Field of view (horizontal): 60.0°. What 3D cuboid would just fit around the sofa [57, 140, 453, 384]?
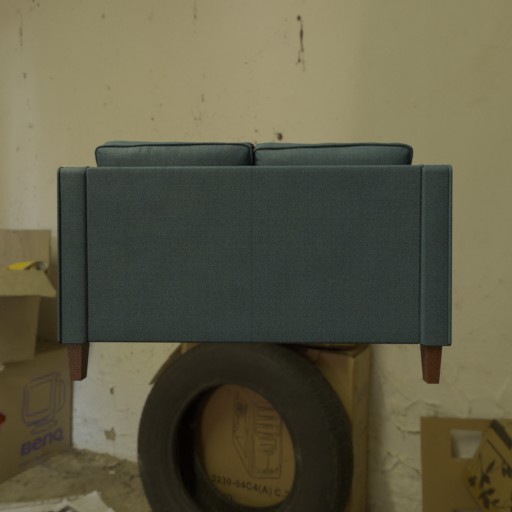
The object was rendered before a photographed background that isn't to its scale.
[{"bbox_3d":[0.000,0.000,2.159,1.501,0.971,0.987,0,0,2],"label":"sofa"}]
